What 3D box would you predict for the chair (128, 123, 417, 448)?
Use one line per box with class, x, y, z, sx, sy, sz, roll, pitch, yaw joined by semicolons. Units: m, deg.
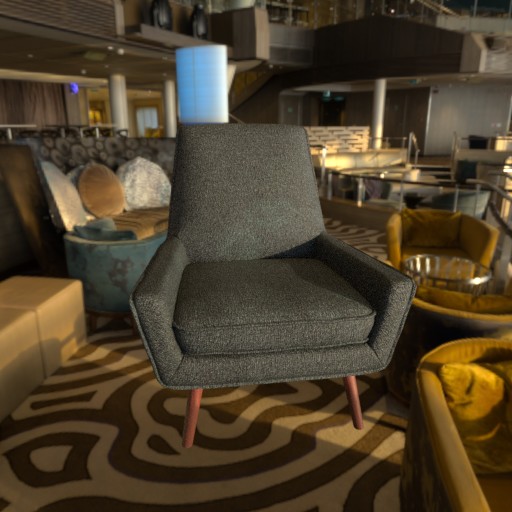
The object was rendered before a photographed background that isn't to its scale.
chair;0.000;0.000;1.534;0.763;0.883;0.859;-2;16;-8
